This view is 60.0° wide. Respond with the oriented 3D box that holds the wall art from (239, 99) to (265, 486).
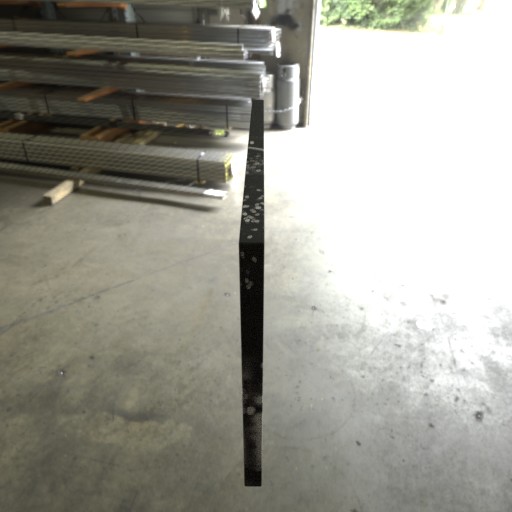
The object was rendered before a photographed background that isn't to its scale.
[{"bbox_3d":[0.000,0.000,1.186,0.038,0.609,0.914,0,32,1],"label":"wall art"}]
